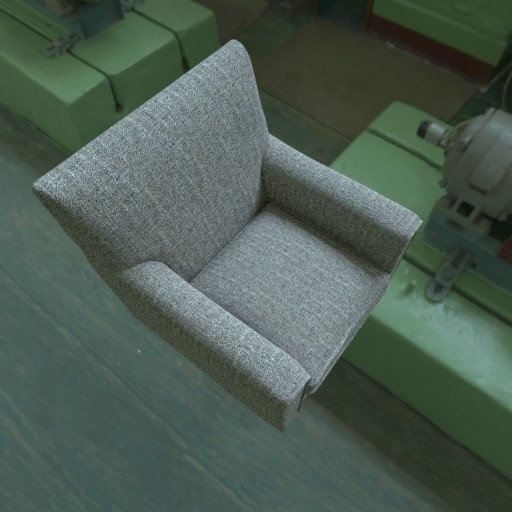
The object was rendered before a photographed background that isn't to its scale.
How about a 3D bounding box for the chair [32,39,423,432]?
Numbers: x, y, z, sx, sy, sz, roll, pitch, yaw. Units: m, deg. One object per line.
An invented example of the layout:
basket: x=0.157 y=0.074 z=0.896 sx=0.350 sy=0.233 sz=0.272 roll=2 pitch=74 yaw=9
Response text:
chair: x=0.000 y=0.000 z=1.602 sx=0.873 sy=0.928 sz=0.864 roll=34 pitch=64 yaw=19
